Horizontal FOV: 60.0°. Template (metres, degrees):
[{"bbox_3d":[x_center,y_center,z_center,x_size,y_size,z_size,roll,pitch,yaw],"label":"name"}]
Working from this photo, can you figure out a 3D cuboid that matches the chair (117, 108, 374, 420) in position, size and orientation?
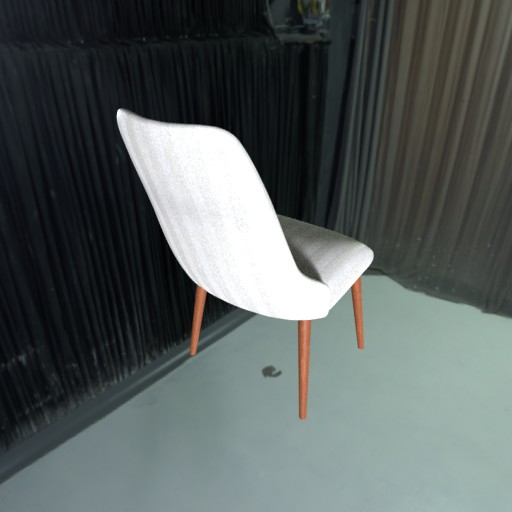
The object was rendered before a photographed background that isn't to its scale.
[{"bbox_3d":[0.000,0.000,1.323,0.526,0.917,0.684,21,36,32],"label":"chair"}]
